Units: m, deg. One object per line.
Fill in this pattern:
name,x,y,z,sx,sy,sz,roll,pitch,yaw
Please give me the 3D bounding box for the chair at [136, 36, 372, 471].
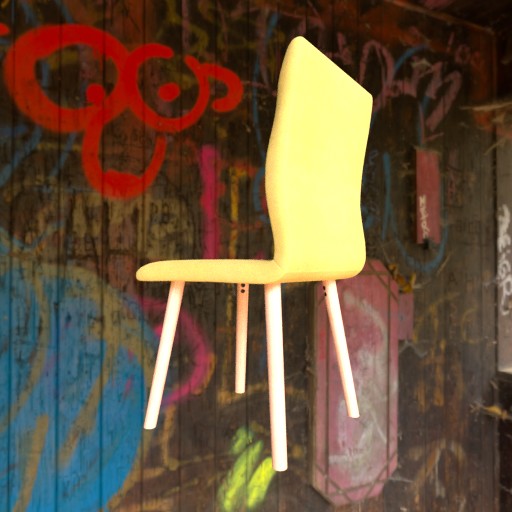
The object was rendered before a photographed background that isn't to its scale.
chair,0.000,0.000,1.300,0.550,0.965,0.450,-1,-1,35
